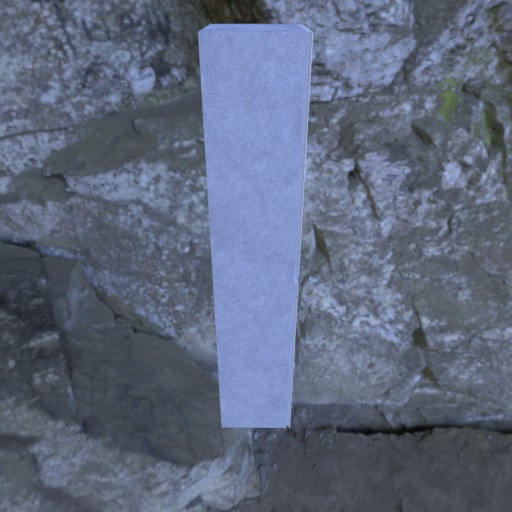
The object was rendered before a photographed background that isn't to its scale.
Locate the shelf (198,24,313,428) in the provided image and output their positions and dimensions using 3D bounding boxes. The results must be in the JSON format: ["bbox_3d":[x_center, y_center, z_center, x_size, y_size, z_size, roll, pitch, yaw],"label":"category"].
[{"bbox_3d":[0.000,0.000,1.525,0.270,1.400,0.300,0,31,0],"label":"shelf"}]
